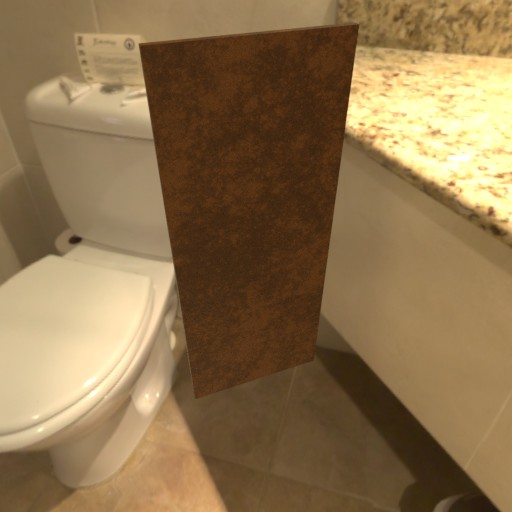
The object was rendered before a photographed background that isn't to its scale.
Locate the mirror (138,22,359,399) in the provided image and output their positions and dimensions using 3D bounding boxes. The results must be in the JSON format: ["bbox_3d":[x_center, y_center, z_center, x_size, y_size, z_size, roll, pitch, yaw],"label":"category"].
[{"bbox_3d":[0.000,0.000,2.202,0.812,2.031,0.032,-14,42,-16],"label":"mirror"}]
